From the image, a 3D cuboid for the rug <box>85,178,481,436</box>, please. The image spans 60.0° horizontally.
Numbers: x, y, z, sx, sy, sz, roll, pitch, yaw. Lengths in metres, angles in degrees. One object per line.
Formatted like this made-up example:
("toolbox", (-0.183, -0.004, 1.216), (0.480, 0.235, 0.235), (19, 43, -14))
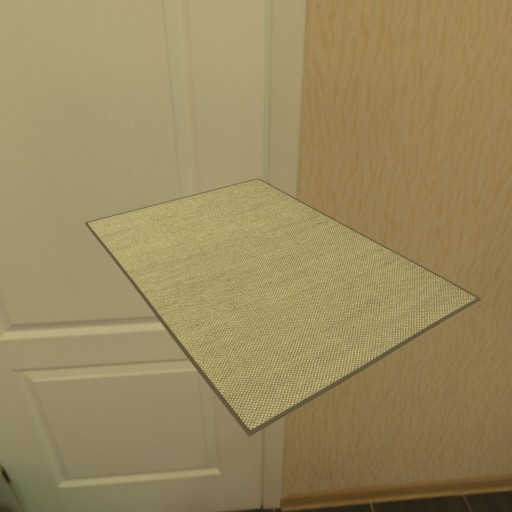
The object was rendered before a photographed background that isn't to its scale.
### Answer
("rug", (0.000, 0.000, 2.789), (1.523, 0.012, 2.133), (-20, 37, -29))
